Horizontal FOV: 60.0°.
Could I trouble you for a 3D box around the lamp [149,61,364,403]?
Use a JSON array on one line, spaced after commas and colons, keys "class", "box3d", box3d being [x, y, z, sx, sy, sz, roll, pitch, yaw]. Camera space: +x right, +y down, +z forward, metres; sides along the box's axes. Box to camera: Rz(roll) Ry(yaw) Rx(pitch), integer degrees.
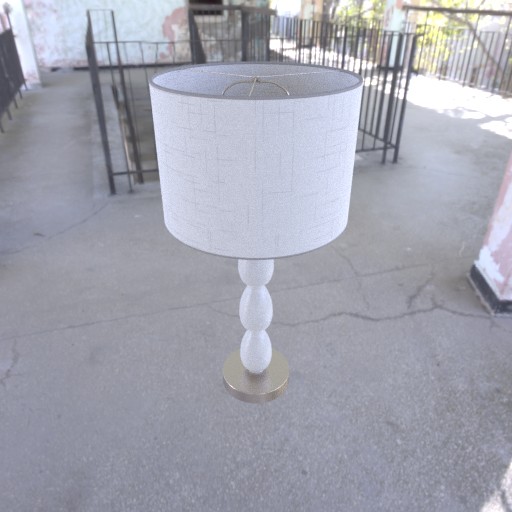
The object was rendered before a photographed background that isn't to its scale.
[{"class": "lamp", "box3d": [0.000, 0.000, 0.733, 0.282, 0.559, 0.280, 2, 31, 3]}]
